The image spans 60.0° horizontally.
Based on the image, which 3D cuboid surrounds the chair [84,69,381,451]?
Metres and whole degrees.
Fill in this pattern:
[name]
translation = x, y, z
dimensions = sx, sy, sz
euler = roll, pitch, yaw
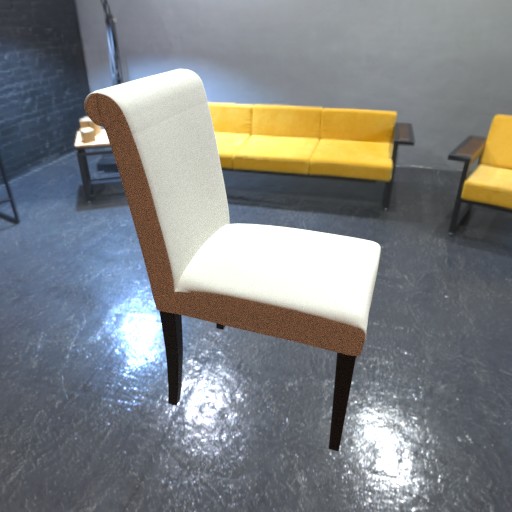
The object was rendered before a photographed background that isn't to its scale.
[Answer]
[chair]
translation = 0.000, 0.000, 1.333
dimensions = 0.708, 0.976, 0.452
euler = 9, 31, 16
